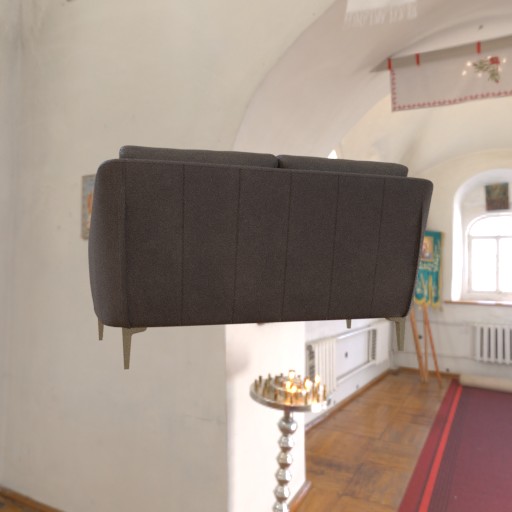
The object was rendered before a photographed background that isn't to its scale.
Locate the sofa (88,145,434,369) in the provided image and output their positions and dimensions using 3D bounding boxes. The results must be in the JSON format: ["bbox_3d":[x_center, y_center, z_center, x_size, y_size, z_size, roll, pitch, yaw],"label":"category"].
[{"bbox_3d":[0.000,0.000,2.223,1.619,0.902,0.960,0,-1,-17],"label":"sofa"}]
